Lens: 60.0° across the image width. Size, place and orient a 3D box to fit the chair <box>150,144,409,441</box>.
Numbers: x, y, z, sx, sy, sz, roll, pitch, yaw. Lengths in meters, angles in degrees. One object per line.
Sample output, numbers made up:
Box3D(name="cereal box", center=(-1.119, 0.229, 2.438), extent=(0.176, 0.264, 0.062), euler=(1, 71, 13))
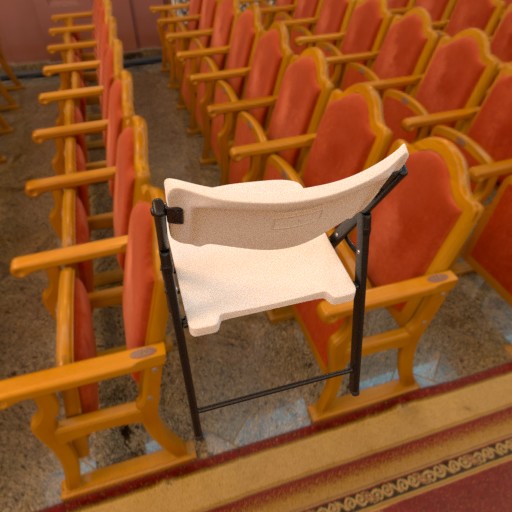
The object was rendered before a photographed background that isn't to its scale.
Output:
Box3D(name="chair", center=(0.000, 0.000, 1.129), extent=(0.482, 0.765, 0.577), euler=(-11, 42, -13))
